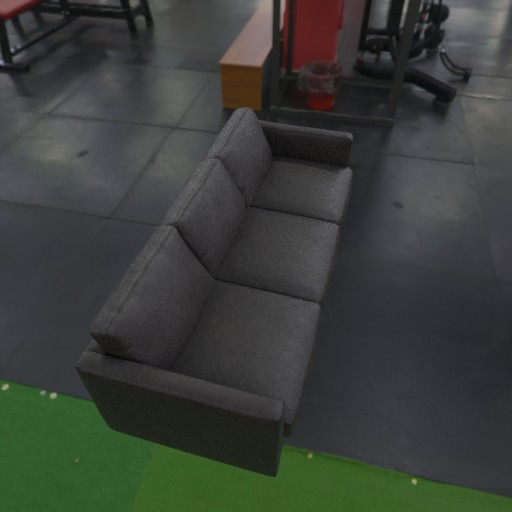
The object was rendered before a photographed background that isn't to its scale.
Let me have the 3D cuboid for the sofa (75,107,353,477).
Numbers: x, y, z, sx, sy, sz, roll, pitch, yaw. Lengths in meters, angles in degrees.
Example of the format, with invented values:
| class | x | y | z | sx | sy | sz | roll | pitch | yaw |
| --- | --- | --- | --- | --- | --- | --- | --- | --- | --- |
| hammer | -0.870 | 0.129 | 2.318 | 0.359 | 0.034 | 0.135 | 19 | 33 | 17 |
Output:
| class | x | y | z | sx | sy | sz | roll | pitch | yaw |
| --- | --- | --- | --- | --- | --- | --- | --- | --- | --- |
| sofa | 0.000 | 0.000 | 2.962 | 1.045 | 1.006 | 2.464 | 11 | 46 | 11 |
